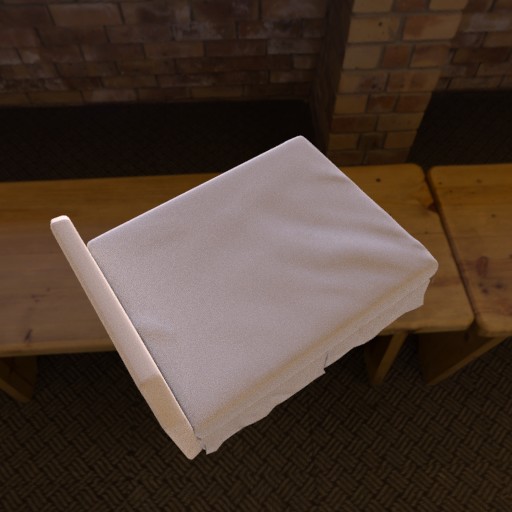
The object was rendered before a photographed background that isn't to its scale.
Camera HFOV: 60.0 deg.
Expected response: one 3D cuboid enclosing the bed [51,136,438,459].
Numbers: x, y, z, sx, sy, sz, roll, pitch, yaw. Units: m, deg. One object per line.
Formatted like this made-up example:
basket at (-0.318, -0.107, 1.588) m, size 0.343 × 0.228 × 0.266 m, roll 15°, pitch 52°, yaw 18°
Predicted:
bed at (0.000, 0.000, 3.632) m, size 2.498 × 1.293 × 1.977 m, roll -30°, pitch 62°, yaw -18°
